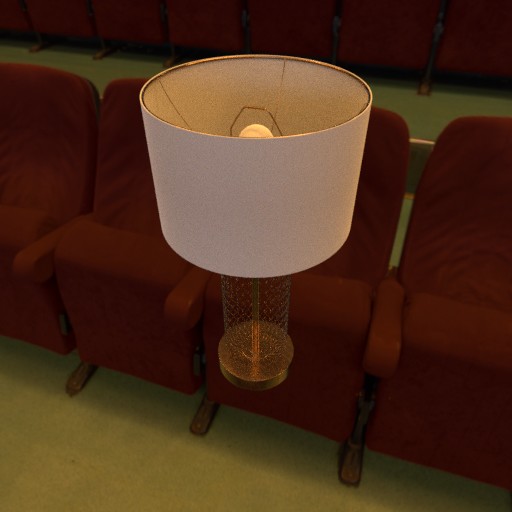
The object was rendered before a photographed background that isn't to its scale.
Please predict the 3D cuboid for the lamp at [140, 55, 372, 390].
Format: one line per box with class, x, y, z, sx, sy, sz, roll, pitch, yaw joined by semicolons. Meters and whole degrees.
lamp;0.000;0.000;0.644;0.252;0.483;0.252;12;41;14
